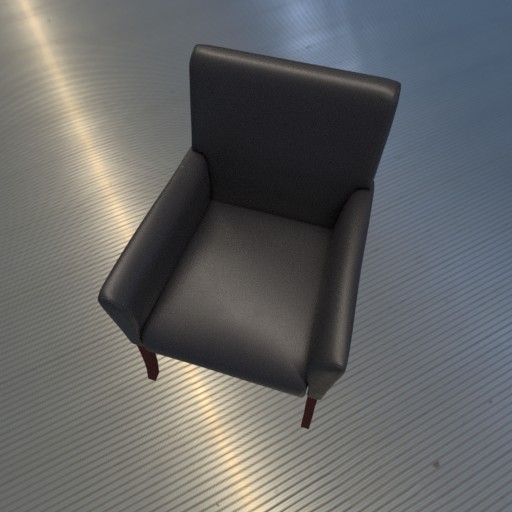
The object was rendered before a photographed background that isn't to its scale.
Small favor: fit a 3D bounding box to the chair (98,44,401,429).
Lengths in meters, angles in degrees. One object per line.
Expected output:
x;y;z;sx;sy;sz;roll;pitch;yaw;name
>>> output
0.000;0.000;1.480;0.683;0.951;0.772;15;60;9;chair
